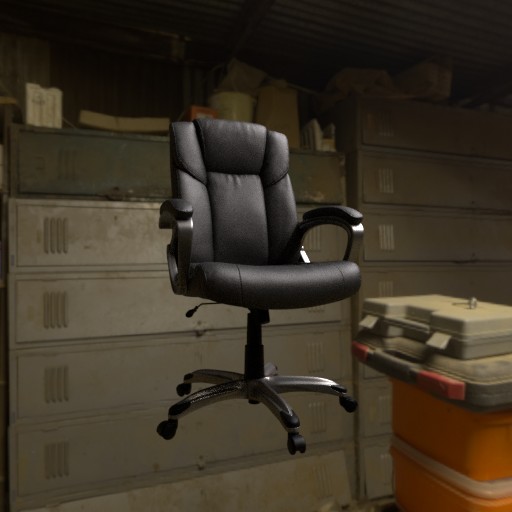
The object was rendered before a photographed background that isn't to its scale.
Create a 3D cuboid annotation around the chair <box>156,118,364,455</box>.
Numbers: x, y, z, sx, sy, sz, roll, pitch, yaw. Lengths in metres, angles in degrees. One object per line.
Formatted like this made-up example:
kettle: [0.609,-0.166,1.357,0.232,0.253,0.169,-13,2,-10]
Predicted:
chair: [0.000,0.000,1.579,0.721,1.130,0.719,0,0,-20]
